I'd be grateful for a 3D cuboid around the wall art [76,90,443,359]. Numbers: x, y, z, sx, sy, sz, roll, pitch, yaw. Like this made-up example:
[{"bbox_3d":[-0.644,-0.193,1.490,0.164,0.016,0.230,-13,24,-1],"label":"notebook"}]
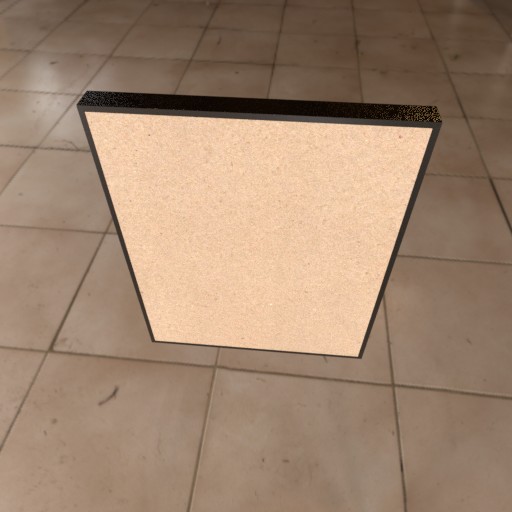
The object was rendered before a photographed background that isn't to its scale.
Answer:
[{"bbox_3d":[0.000,0.000,0.754,0.448,0.551,0.038,4,47,4],"label":"wall art"}]
